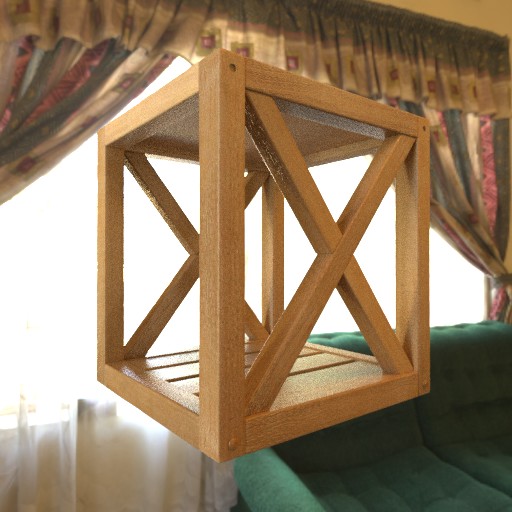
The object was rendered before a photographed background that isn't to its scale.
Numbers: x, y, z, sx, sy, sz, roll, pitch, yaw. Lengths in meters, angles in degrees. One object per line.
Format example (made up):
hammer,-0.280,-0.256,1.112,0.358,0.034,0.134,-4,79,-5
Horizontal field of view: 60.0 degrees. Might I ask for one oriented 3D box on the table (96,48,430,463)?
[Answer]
table,0.000,0.000,1.031,0.559,0.610,0.558,0,0,-38
